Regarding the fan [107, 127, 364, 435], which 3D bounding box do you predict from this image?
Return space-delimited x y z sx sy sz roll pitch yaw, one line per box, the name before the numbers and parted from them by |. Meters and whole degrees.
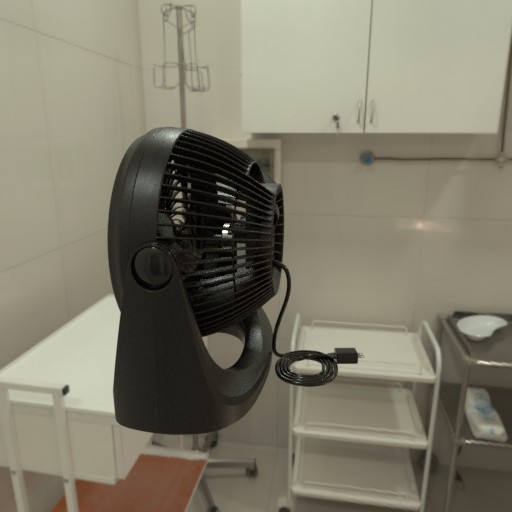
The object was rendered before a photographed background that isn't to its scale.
fan | 0.000 0.000 0.494 0.256 0.277 0.273 2 15 9
